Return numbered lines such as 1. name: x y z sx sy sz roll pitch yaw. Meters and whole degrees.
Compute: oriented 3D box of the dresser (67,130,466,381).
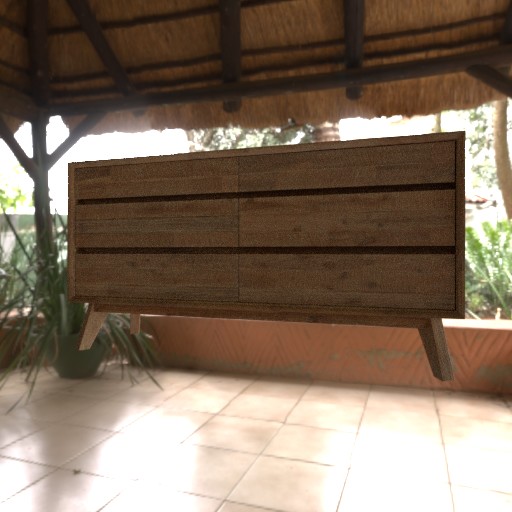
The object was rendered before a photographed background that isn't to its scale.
1. dresser: 0.000 0.000 1.870 1.554 0.805 0.455 0 0 18
